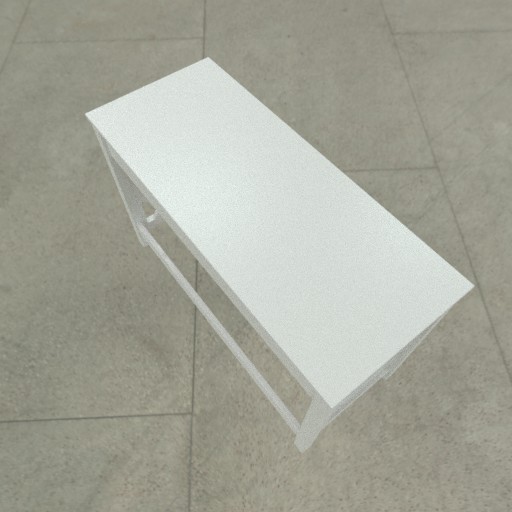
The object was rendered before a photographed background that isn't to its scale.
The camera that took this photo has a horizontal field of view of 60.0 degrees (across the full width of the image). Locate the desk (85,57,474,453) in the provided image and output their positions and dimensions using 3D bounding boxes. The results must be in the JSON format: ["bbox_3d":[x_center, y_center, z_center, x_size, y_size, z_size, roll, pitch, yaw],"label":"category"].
[{"bbox_3d":[0.000,0.000,1.618,0.504,0.762,1.191,-34,64,-19],"label":"desk"}]
